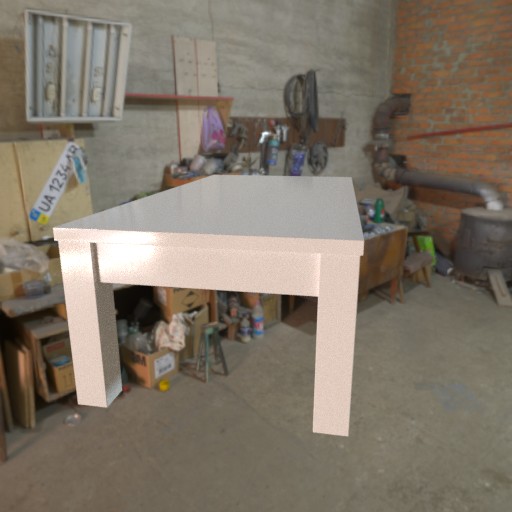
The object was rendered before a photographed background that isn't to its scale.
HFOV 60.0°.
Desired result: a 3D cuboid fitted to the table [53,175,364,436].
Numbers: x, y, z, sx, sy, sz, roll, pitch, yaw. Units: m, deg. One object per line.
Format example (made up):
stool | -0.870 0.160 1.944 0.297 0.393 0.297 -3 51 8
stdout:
table | 0.000 0.000 1.661 0.700 0.470 1.350 3 16 10
